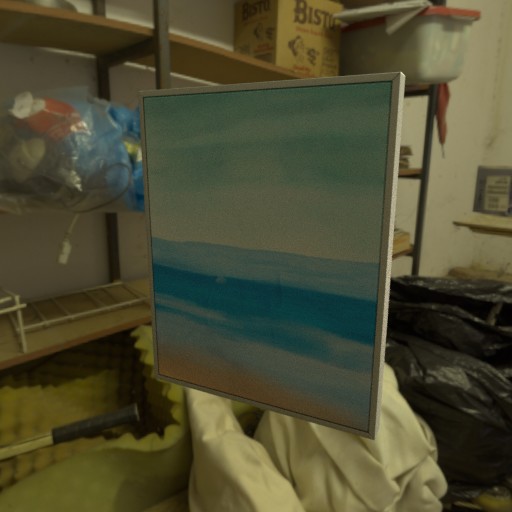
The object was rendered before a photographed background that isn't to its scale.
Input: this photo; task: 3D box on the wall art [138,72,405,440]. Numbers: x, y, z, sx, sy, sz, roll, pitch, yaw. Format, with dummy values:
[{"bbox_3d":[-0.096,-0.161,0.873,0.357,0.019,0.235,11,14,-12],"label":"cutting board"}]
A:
[{"bbox_3d":[0.000,0.000,0.760,0.445,0.553,0.039,7,15,26],"label":"wall art"}]
